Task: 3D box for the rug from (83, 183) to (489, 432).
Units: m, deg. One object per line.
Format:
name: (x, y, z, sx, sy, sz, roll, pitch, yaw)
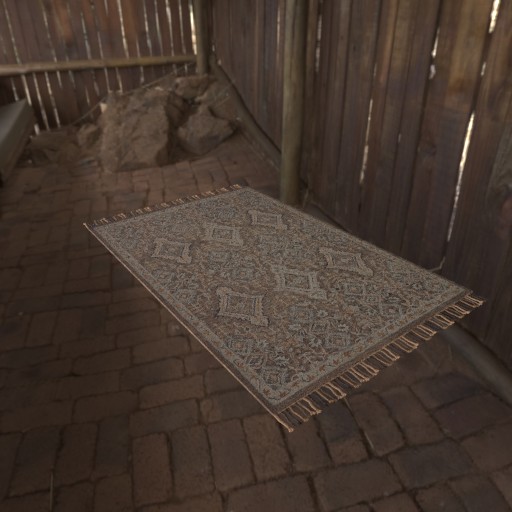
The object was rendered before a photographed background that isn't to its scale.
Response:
rug: (0.000, 0.000, 2.988, 1.516, 0.010, 2.434, -20, 35, -32)
